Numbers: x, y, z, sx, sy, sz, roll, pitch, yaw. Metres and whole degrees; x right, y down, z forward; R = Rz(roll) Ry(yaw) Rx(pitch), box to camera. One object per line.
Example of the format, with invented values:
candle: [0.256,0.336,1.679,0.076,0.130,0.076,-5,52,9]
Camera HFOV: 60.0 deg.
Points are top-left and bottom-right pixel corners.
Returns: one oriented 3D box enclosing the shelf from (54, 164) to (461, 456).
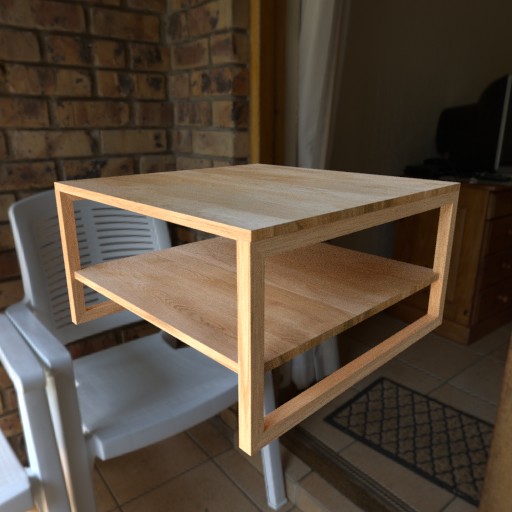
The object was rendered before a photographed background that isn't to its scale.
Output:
shelf: [0.000,0.000,1.454,0.899,0.480,0.899,-16,23,-42]
